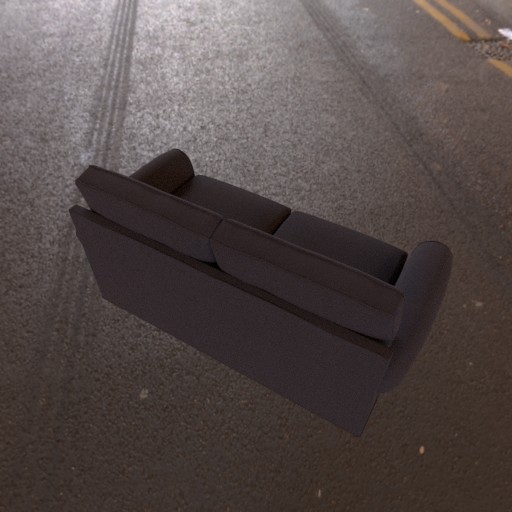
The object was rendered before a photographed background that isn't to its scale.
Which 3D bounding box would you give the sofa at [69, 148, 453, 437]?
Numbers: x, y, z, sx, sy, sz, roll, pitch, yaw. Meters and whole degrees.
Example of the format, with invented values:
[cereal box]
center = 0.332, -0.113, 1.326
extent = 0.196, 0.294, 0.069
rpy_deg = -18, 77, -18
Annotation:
[sofa]
center = 0.000, 0.000, 2.552
extent = 2.009, 1.031, 0.951
rpy_deg = 23, 50, 21
